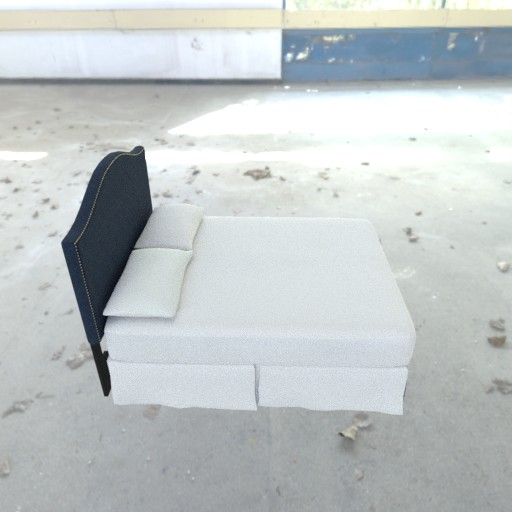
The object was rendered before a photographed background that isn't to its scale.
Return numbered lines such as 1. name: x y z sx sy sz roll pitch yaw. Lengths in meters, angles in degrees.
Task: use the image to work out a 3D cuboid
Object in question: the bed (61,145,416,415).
1. bed: 0.000 0.000 3.395 2.153 1.518 1.725 1 33 1
